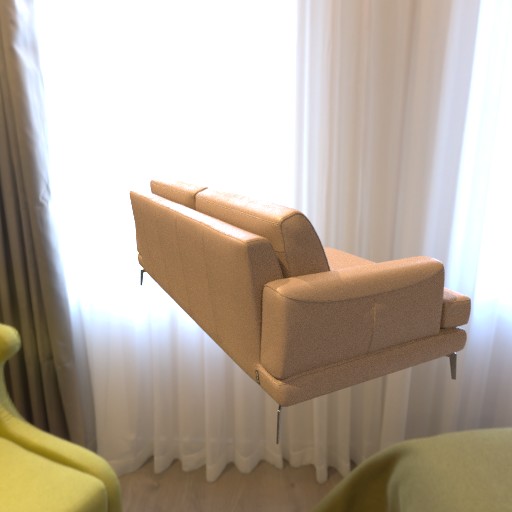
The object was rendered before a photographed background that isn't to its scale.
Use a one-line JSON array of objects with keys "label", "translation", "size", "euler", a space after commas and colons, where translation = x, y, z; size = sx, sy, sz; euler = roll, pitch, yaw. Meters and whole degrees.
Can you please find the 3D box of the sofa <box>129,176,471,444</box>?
[{"label": "sofa", "translation": [0.000, 0.000, 2.380], "size": [0.974, 0.765, 1.940], "euler": [-8, 17, -27]}]
